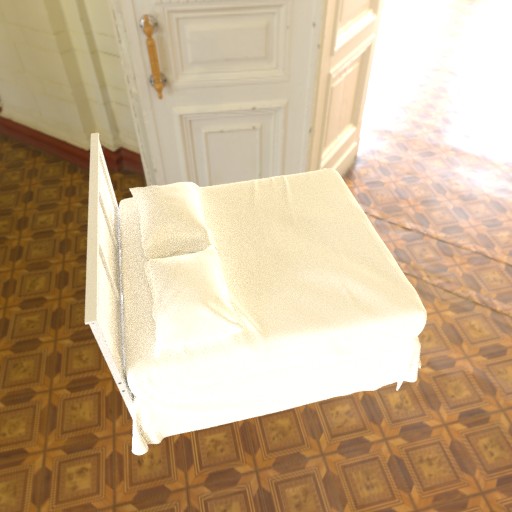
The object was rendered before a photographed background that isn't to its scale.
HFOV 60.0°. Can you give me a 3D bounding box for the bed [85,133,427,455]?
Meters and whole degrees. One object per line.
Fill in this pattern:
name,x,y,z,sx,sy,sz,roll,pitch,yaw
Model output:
bed,0.000,0.000,3.134,2.047,1.269,1.876,-10,47,-9
